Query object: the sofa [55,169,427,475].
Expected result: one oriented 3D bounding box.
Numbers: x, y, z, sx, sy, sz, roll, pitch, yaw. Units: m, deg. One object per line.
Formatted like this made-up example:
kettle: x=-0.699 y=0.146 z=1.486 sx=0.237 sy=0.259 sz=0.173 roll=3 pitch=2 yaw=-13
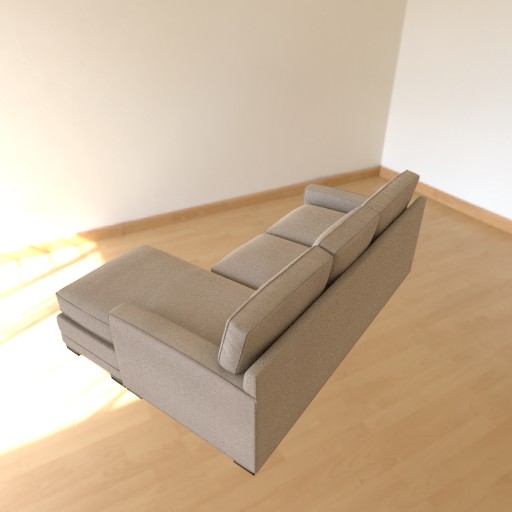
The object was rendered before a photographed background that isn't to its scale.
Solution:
sofa: x=0.000 y=0.000 z=2.910 sx=1.496 sy=0.861 sz=2.087 roll=21 pitch=37 yaw=30
